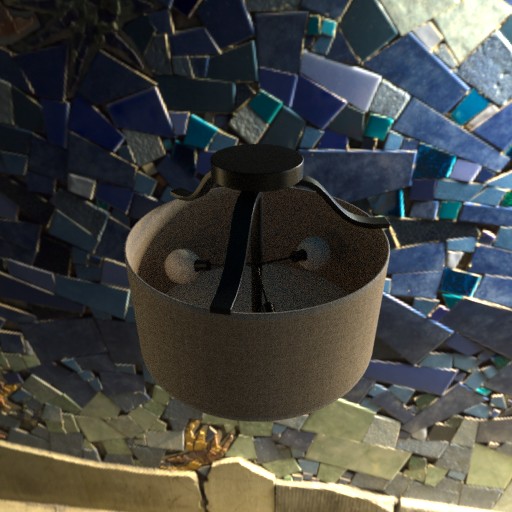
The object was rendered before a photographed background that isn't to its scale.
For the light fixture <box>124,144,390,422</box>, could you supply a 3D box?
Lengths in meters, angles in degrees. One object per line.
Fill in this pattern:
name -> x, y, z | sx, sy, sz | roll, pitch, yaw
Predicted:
light fixture -> 0.000, 0.000, 0.672 | 0.390, 0.306, 0.390 | 0, 31, 0
